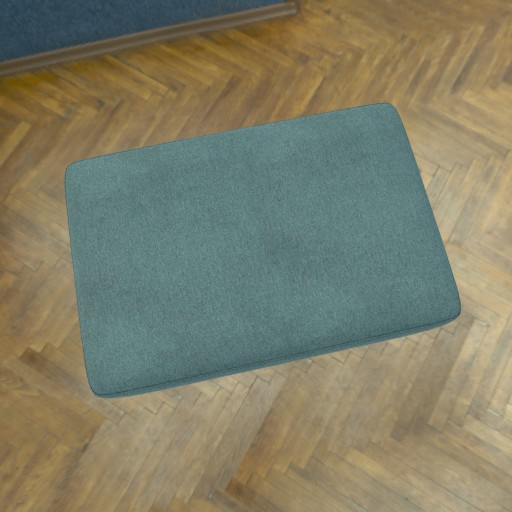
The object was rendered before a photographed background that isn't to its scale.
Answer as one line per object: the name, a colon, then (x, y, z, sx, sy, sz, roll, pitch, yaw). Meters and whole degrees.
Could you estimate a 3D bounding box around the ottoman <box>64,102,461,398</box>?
ottoman: (0.000, 0.000, 1.202, 0.864, 0.483, 0.584, -12, 76, -3)
